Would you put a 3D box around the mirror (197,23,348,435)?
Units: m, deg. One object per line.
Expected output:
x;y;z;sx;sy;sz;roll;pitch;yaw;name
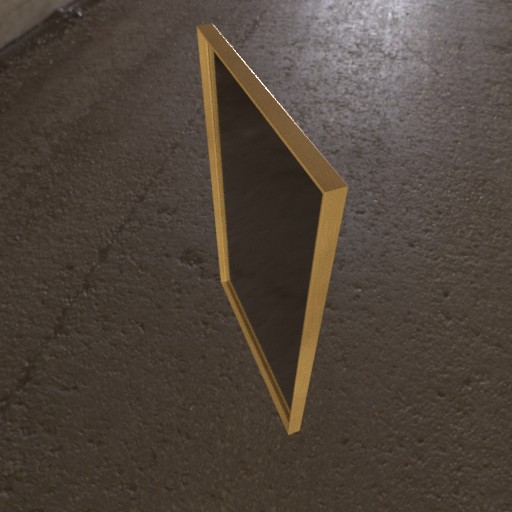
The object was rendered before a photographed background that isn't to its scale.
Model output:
0.000;0.000;1.139;0.041;0.915;0.609;-17;51;-14;mirror
